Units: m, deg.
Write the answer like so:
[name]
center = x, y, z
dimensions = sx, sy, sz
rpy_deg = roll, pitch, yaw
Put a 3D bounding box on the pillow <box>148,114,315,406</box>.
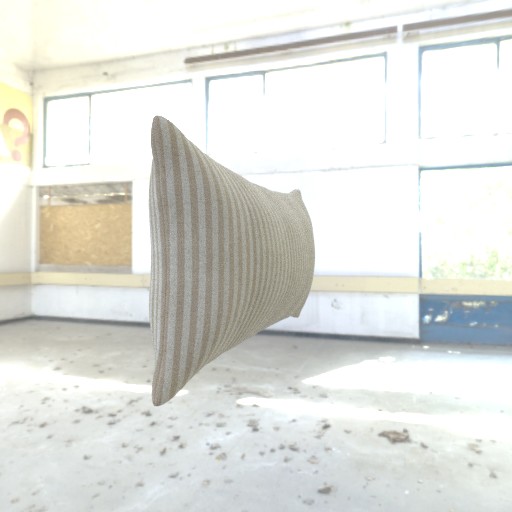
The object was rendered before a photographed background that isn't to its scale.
[pillow]
center = 0.000, 0.000, 0.731
dimensions = 0.151, 0.295, 0.617
rpy_deg = 0, 1, 19
